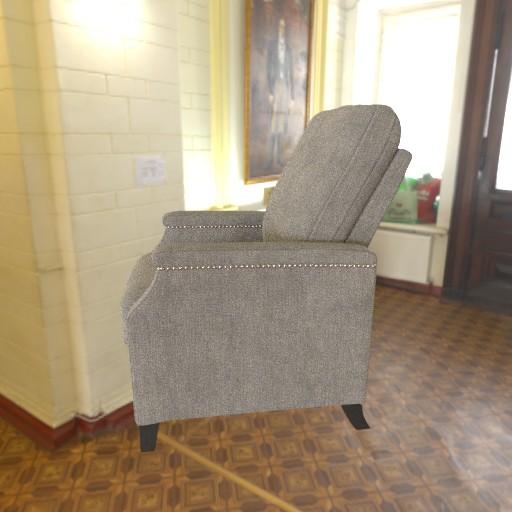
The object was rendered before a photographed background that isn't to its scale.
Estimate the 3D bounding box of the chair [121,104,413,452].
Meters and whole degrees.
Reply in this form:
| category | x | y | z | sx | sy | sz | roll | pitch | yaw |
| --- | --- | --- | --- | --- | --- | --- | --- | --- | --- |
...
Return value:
| category | x | y | z | sx | sy | sz | roll | pitch | yaw |
| --- | --- | --- | --- | --- | --- | --- | --- | --- | --- |
| chair | 0.000 | 0.000 | 1.629 | 0.922 | 1.049 | 0.710 | -2 | 15 | -9 |
